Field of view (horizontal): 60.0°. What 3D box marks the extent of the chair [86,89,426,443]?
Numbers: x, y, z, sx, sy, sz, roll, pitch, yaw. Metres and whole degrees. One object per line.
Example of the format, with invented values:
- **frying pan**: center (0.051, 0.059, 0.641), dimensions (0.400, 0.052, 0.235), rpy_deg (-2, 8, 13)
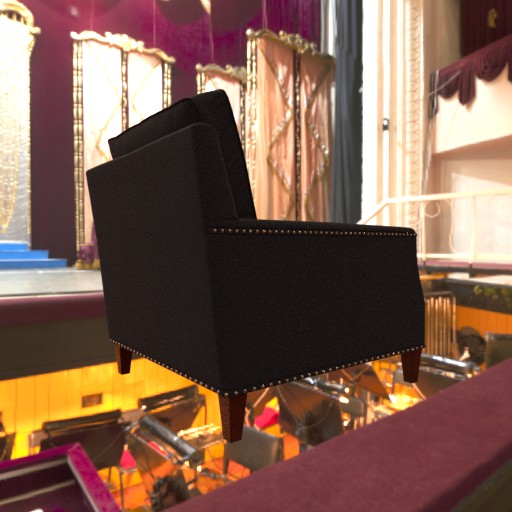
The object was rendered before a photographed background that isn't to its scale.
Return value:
- **chair**: center (0.000, 0.000, 1.689), dimensions (1.014, 0.943, 0.853), rpy_deg (-1, 2, -38)
